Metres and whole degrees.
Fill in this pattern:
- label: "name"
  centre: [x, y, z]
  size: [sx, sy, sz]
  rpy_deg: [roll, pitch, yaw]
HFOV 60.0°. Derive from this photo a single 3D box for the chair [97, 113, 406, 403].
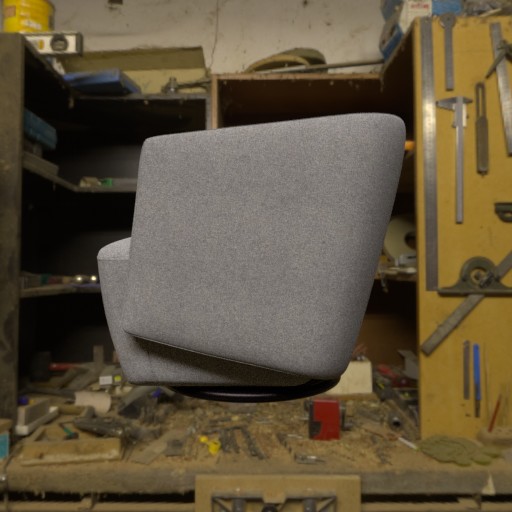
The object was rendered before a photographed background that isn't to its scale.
- label: "chair"
  centre: [0.000, 0.000, 1.593]
  size: [0.986, 0.861, 0.822]
  rpy_deg: [0, -1, 1]
